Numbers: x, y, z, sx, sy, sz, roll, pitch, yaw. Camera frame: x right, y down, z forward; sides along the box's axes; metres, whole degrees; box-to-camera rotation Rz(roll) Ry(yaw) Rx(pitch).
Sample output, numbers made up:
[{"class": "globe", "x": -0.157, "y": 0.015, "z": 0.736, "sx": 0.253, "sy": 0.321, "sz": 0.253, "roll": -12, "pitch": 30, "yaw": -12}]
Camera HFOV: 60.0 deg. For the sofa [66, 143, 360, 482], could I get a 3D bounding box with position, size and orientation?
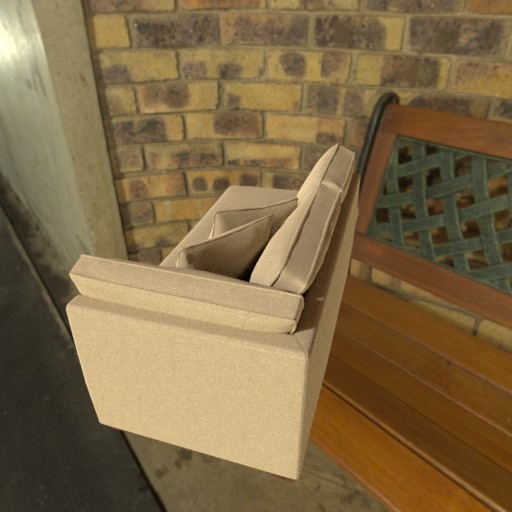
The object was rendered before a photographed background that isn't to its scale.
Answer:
[{"class": "sofa", "x": 0.000, "y": 0.000, "z": 2.812, "sx": 1.110, "sy": 1.033, "sz": 2.237, "roll": 9, "pitch": 32, "yaw": 14}]
